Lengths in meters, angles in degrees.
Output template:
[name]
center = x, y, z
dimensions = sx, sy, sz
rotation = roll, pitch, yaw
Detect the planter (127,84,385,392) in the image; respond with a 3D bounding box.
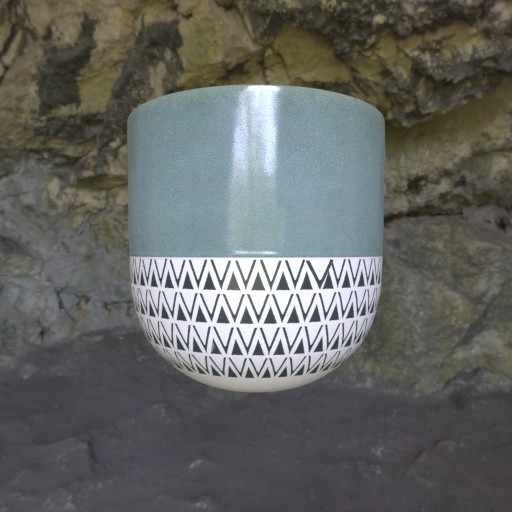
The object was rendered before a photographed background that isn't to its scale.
[planter]
center = 0.000, 0.000, 0.477
dimensions = 0.266, 0.270, 0.266
rotation = 0, 1, 0
